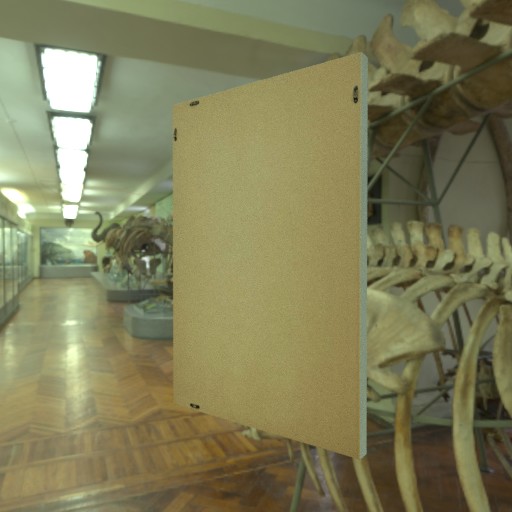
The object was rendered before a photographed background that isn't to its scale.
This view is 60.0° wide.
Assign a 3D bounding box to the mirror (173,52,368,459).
[{"bbox_3d":[0.000,0.000,1.188,0.609,0.915,0.041,1,1,37],"label":"mirror"}]
